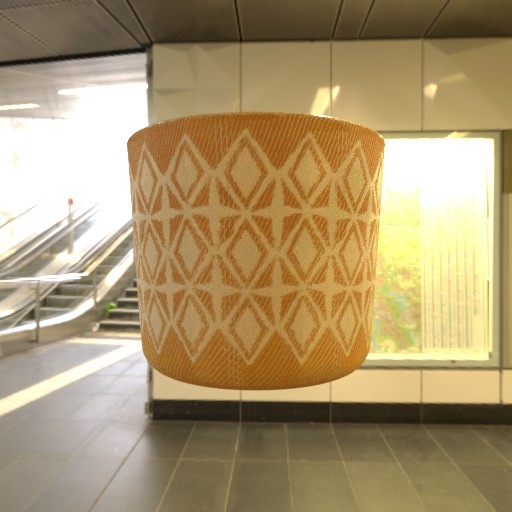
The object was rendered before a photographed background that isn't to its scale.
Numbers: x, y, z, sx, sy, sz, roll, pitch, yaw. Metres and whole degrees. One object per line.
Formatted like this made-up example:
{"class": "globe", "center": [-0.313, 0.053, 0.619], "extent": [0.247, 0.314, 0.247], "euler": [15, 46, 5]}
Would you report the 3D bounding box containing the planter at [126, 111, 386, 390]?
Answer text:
{"class": "planter", "center": [0.000, 0.000, 0.345], "extent": [0.193, 0.165, 0.193], "euler": [0, 1, 0]}
